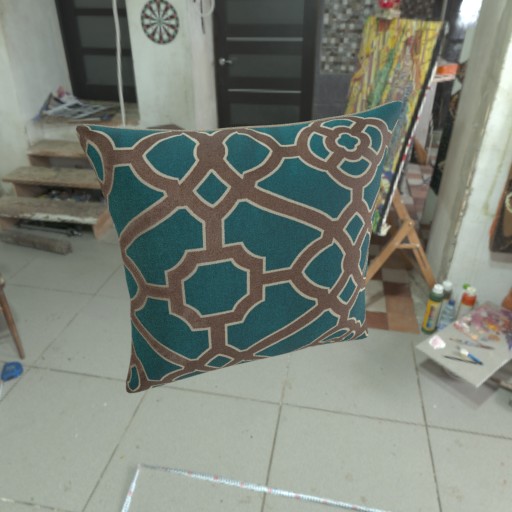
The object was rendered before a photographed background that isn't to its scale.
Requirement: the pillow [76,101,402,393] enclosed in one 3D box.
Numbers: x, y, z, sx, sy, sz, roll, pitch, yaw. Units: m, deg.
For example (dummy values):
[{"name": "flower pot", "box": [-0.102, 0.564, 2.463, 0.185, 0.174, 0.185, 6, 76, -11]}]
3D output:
[{"name": "pillow", "box": [0.000, 0.000, 0.801, 0.526, 0.507, 0.166, -9, 31, -16]}]
